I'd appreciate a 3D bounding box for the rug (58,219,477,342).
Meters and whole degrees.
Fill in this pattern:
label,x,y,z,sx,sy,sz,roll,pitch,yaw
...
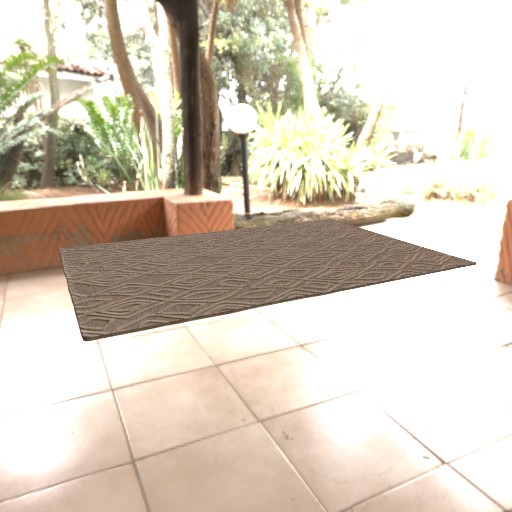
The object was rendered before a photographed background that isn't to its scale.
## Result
label,x,y,z,sx,sy,sz,roll,pitch,yaw
rug,0.000,0.000,2.306,1.832,0.016,1.224,-8,18,-26
